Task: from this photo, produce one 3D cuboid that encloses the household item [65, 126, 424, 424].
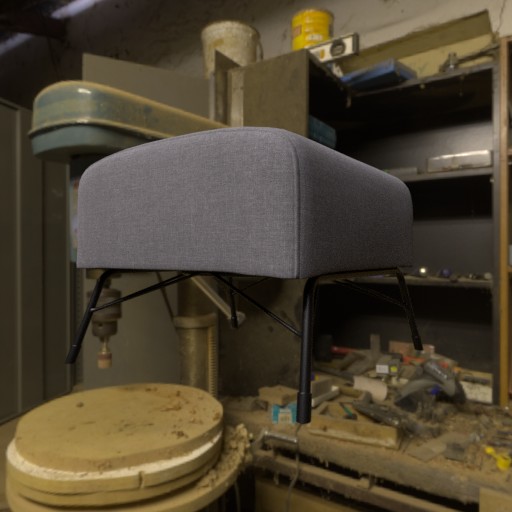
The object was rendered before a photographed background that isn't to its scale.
[{"bbox_3d":[0.000,0.000,0.909,0.530,0.410,0.530,0,0,36],"label":"household item"}]
